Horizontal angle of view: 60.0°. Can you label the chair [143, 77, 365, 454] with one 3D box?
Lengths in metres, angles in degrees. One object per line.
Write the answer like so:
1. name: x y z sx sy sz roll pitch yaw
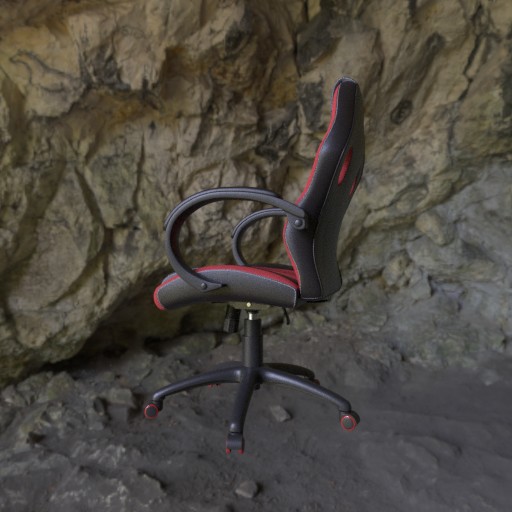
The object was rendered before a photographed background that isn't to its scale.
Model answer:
1. chair: 0.000 0.000 1.675 0.783 1.189 0.750 0 0 18
